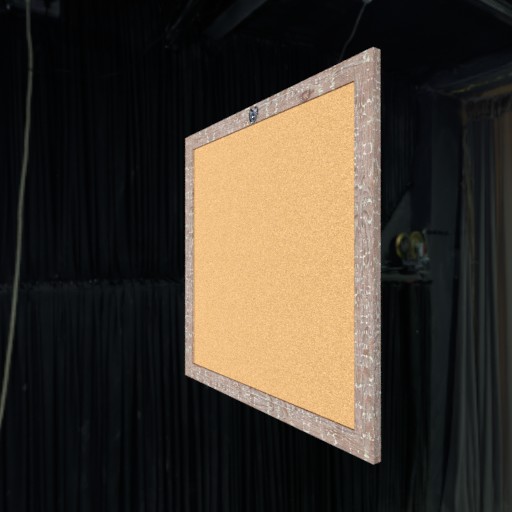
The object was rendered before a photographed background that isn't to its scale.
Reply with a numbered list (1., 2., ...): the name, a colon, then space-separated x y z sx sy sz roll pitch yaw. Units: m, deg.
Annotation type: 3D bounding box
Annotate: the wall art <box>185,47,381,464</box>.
1. wall art: 0.000 0.000 0.566 0.012 0.384 0.384 0 0 -35
